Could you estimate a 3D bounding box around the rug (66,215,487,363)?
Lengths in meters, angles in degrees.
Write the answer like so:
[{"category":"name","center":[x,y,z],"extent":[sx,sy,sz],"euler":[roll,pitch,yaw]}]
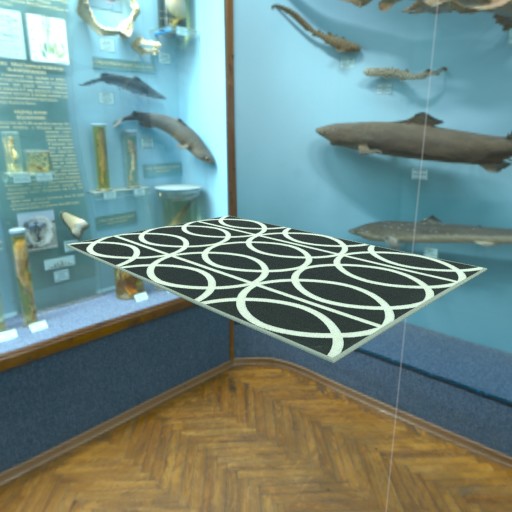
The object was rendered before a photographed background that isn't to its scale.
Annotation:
[{"category":"rug","center":[0.000,0.000,2.841],"extent":[1.526,0.014,2.290],"euler":[-15,22,-43]}]
